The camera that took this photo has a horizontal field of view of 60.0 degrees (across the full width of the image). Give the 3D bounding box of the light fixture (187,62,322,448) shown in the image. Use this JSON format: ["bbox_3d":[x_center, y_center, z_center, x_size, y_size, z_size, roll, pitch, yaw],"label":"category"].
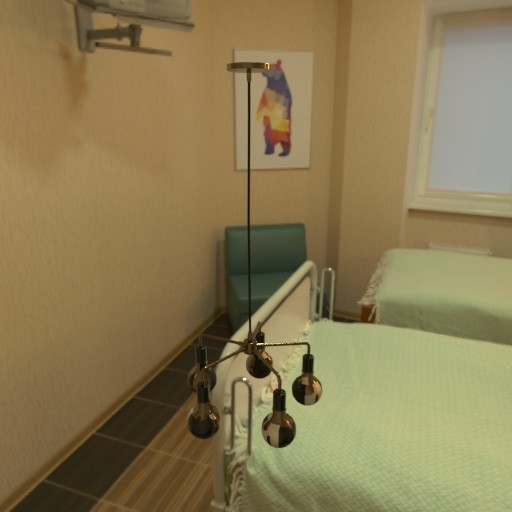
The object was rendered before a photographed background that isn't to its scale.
[{"bbox_3d":[0.000,0.000,1.241,0.421,0.988,0.438,-2,17,-8],"label":"light fixture"}]
